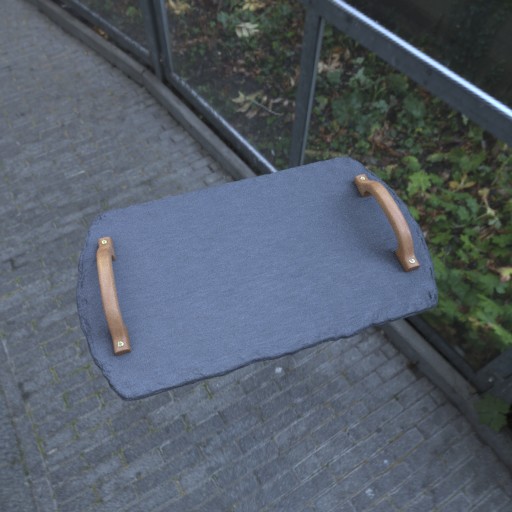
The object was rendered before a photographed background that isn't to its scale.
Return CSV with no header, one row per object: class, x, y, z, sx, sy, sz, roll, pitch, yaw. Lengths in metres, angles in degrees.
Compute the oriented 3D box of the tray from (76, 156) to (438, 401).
tray,0.000,0.000,0.483,0.387,0.062,0.231,-15,59,-9
